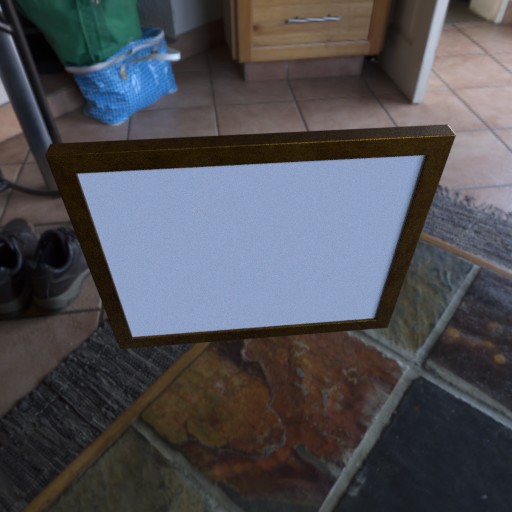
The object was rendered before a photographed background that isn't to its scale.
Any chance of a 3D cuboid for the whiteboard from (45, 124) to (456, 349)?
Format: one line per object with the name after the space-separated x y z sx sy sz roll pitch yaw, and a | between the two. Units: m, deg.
0.000 0.000 0.775 0.561 0.457 0.029 -4 45 -4 | whiteboard
